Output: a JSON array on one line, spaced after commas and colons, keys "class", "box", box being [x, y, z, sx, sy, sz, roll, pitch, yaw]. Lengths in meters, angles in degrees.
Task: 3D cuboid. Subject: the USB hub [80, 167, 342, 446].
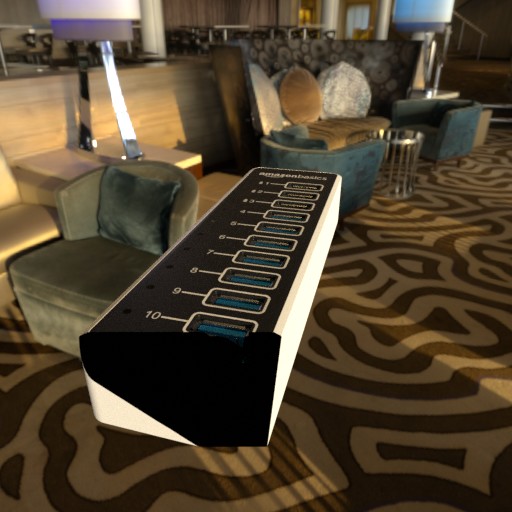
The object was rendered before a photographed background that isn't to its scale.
[{"class": "USB hub", "box": [0.000, 0.000, 0.158, 0.044, 0.023, 0.145, 7, 28, 14]}]
